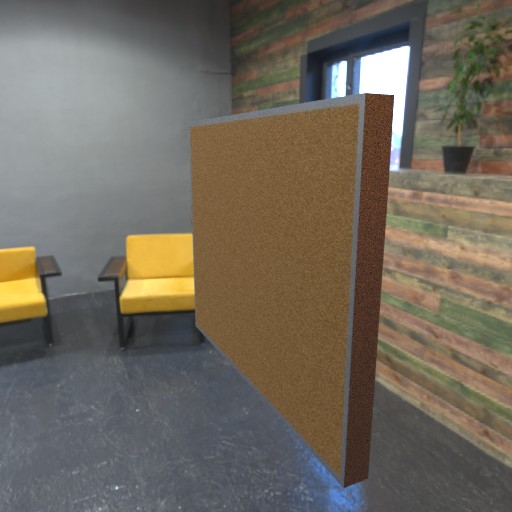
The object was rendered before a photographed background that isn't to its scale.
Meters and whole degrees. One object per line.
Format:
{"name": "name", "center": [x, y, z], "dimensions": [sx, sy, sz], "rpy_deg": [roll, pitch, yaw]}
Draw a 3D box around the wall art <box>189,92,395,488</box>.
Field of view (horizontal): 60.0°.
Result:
{"name": "wall art", "center": [0.000, 0.000, 0.732], "dimensions": [0.037, 0.450, 0.557], "rpy_deg": [-7, 15, -25]}
